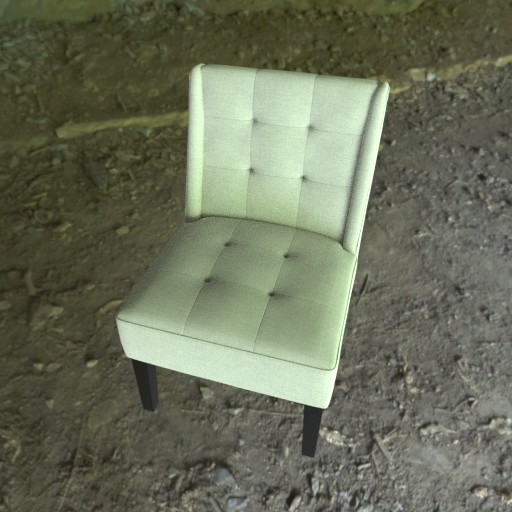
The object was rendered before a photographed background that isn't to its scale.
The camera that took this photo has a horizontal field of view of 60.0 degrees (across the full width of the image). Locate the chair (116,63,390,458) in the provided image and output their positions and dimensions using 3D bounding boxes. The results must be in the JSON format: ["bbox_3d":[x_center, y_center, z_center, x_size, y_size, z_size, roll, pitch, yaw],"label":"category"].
[{"bbox_3d":[0.000,0.000,1.279,0.569,0.853,0.676,11,42,13],"label":"chair"}]
